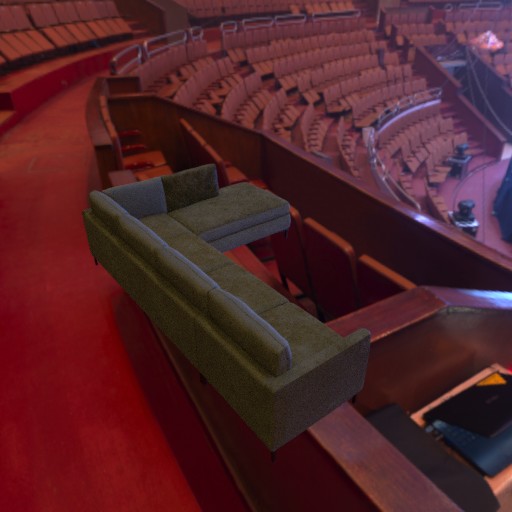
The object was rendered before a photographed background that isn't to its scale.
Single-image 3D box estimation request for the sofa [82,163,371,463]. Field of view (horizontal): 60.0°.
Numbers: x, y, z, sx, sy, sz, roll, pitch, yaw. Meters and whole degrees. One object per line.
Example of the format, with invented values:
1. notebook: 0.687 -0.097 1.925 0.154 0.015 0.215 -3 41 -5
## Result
1. sofa: 0.000 0.000 3.292 1.707 0.687 2.486 -21 36 -32
